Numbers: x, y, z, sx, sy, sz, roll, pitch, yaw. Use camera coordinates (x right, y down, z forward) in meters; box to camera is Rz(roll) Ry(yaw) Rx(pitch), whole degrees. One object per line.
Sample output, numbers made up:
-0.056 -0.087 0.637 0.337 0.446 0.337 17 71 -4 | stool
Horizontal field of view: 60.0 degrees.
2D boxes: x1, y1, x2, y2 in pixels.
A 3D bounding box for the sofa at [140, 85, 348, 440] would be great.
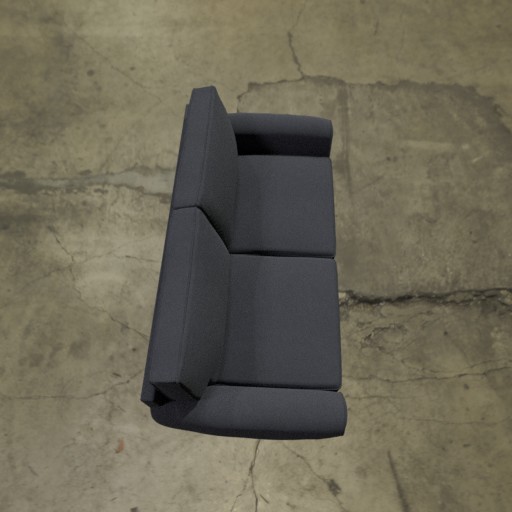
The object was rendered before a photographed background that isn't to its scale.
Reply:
0.000 0.000 2.609 0.951 1.031 2.009 2 63 1 | sofa
